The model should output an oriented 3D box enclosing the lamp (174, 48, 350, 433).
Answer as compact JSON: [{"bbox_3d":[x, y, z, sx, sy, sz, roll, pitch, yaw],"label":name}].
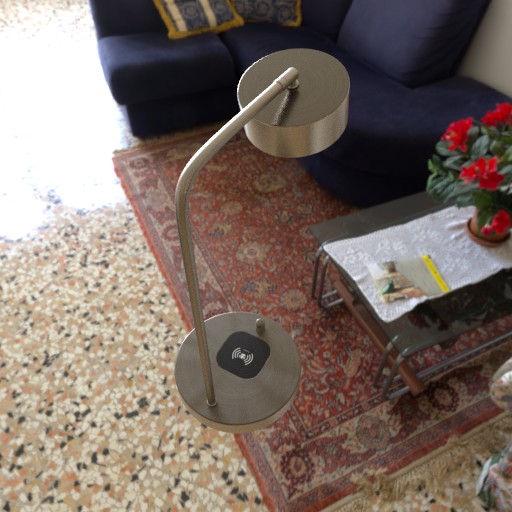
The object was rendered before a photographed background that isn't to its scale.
[{"bbox_3d":[0.000,0.000,0.628,0.211,0.469,0.334,22,51,20],"label":"lamp"}]
